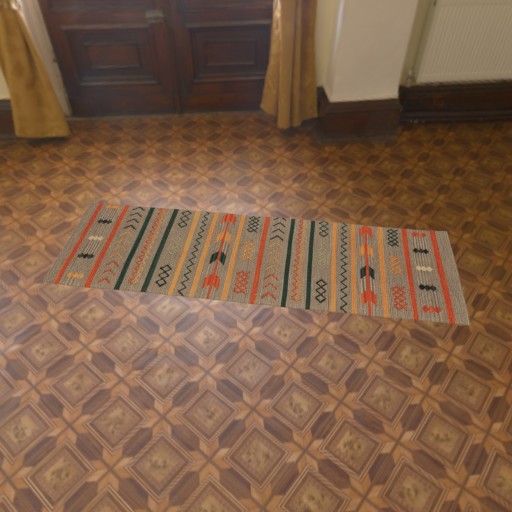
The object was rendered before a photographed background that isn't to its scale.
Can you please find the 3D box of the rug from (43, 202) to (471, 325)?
[{"bbox_3d":[0.000,0.000,2.730,2.419,0.022,0.744,5,46,5],"label":"rug"}]
